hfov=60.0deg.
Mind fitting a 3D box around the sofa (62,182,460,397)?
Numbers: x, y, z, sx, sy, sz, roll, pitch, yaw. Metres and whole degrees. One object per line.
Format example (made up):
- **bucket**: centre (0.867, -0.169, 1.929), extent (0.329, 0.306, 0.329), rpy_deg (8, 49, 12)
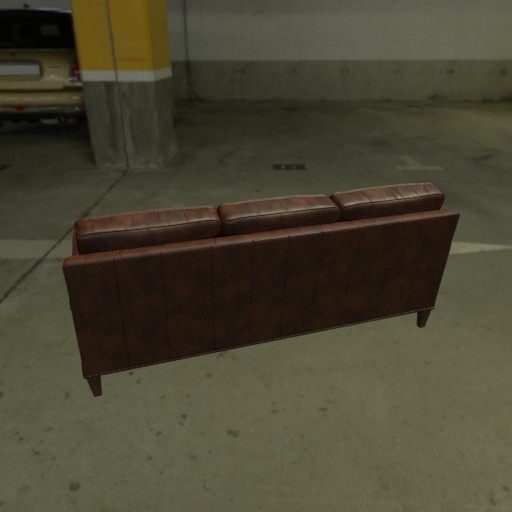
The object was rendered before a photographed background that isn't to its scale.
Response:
- **sofa**: centre (0.000, 0.000, 2.871), extent (2.240, 1.003, 1.084), rpy_deg (-8, 27, -16)
